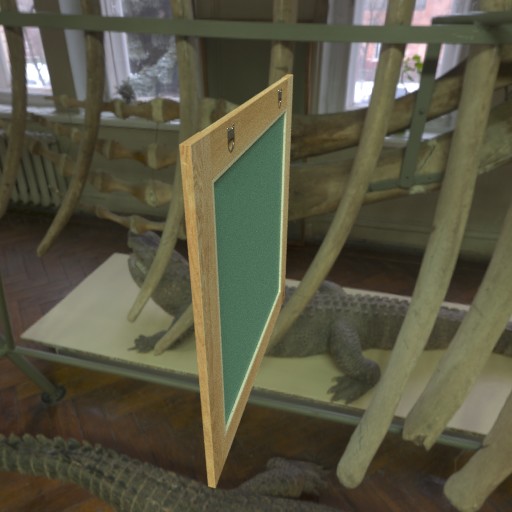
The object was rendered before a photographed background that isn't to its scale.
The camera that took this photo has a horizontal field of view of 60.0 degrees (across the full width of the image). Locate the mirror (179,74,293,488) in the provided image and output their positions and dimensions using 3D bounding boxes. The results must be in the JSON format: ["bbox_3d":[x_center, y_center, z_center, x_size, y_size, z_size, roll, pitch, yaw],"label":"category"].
[{"bbox_3d":[0.000,0.000,1.172,0.020,0.800,0.800,7,30,13],"label":"mirror"}]
